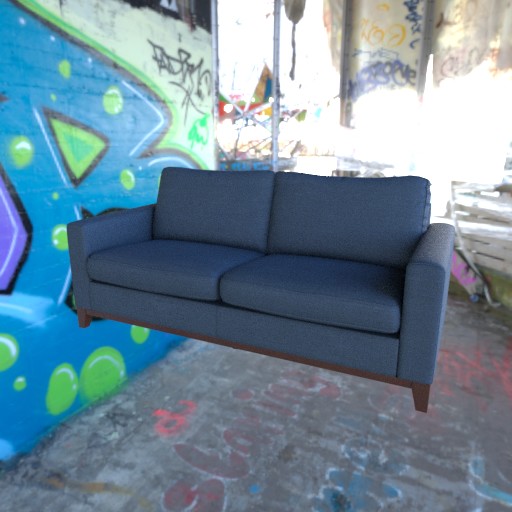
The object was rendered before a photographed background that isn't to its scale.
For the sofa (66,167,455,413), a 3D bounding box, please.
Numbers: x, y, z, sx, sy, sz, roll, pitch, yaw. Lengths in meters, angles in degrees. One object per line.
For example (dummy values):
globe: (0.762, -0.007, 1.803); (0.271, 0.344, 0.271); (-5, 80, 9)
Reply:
sofa: (0.000, 0.000, 2.375); (1.900, 0.865, 0.877); (7, 17, 25)
